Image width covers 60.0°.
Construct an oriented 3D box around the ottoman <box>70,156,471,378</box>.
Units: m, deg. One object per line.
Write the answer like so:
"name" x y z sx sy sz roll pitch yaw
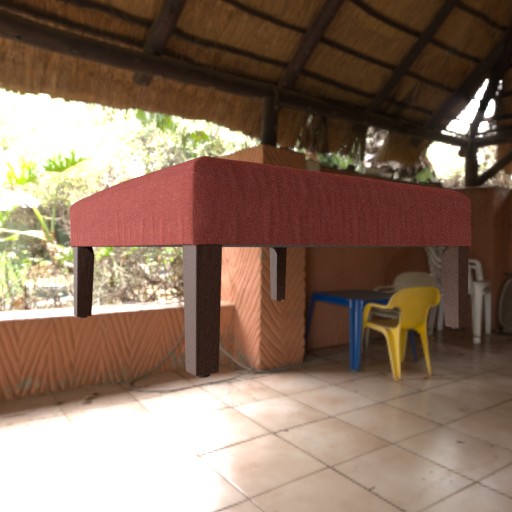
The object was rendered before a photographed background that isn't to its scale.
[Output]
"ottoman" 0.000 0.000 1.365 0.889 0.411 0.890 -1 1 -35
